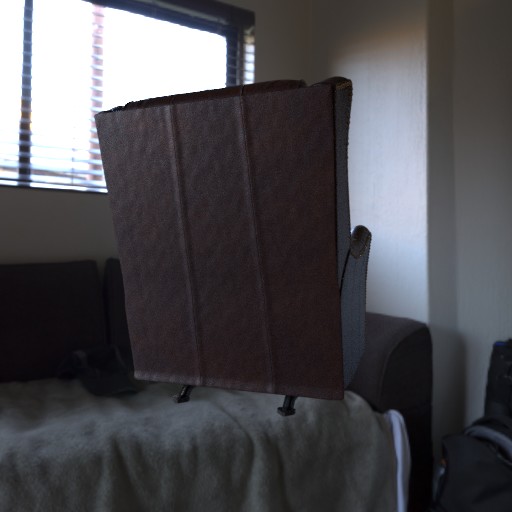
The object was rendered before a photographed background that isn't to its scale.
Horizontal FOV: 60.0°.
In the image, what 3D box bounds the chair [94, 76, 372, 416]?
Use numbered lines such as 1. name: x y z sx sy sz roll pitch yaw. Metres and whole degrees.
1. chair: 0.000 0.000 1.821 0.869 1.084 1.008 0 0 19
